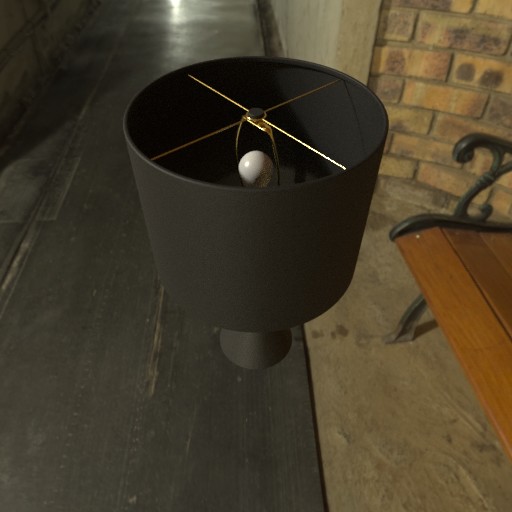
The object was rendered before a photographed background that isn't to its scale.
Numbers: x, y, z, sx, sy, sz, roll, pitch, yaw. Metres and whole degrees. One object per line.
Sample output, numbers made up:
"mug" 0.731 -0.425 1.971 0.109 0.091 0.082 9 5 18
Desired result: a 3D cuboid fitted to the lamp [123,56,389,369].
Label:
"lamp" 0.000 0.000 0.820 0.359 0.584 0.359 -31 54 -26
